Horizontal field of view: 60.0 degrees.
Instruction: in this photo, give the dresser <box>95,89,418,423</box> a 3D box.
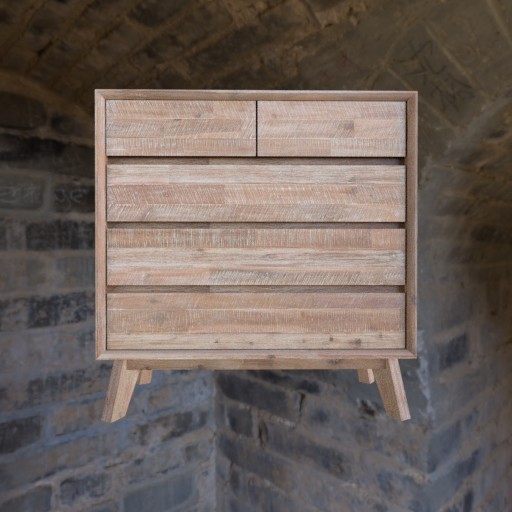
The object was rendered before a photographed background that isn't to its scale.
[{"bbox_3d":[0.000,0.000,1.601,0.998,1.029,0.455,0,0,-1],"label":"dresser"}]
